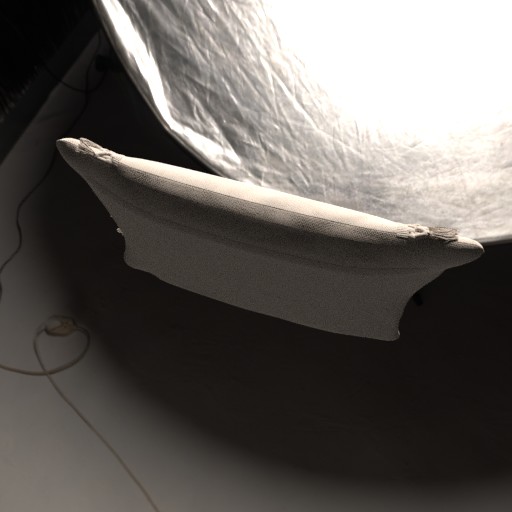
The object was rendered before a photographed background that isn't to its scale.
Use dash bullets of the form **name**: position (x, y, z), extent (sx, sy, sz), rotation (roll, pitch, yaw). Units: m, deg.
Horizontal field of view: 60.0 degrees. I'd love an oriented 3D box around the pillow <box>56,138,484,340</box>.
- **pillow**: position (0.000, 0.000, 0.590), extent (0.466, 0.305, 0.084), rotation (15, 64, 8)
